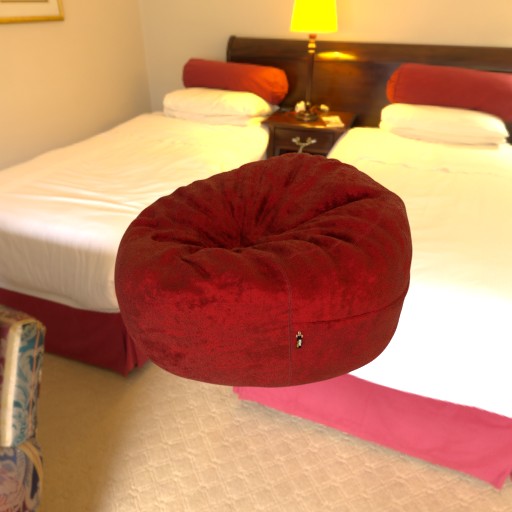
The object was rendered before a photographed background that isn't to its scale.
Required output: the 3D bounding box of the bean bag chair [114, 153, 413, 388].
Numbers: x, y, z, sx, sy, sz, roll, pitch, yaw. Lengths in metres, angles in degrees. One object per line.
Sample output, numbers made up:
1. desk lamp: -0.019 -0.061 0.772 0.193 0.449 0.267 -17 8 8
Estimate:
1. bean bag chair: 0.000 0.000 2.456 1.524 0.878 1.524 -8 31 -13
